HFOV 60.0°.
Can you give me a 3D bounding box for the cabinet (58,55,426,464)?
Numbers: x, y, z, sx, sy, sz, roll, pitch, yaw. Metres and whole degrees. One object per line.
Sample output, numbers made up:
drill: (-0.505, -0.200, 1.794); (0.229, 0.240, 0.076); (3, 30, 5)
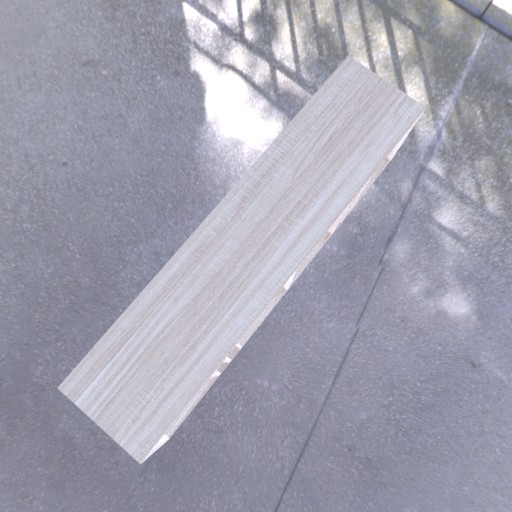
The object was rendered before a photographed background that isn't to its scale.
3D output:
cabinet: (0.000, 0.000, 2.518); (0.500, 0.780, 2.200); (38, 79, 9)
